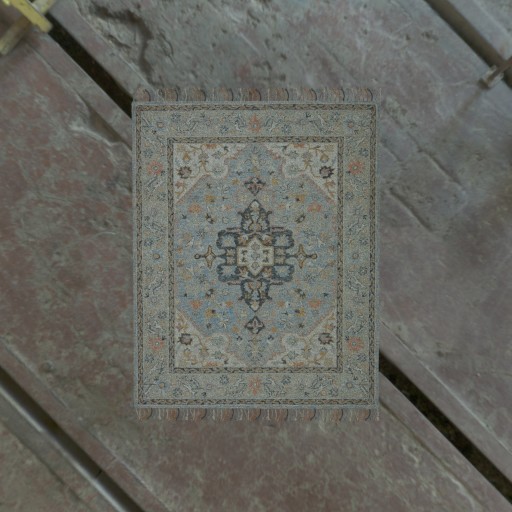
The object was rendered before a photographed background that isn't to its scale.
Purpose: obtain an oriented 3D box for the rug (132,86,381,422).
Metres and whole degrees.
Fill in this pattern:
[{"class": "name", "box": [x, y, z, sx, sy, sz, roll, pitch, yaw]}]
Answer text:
[{"class": "rug", "box": [0.000, 0.000, 4.262, 2.379, 0.011, 3.221, 0, 91, 1]}]
